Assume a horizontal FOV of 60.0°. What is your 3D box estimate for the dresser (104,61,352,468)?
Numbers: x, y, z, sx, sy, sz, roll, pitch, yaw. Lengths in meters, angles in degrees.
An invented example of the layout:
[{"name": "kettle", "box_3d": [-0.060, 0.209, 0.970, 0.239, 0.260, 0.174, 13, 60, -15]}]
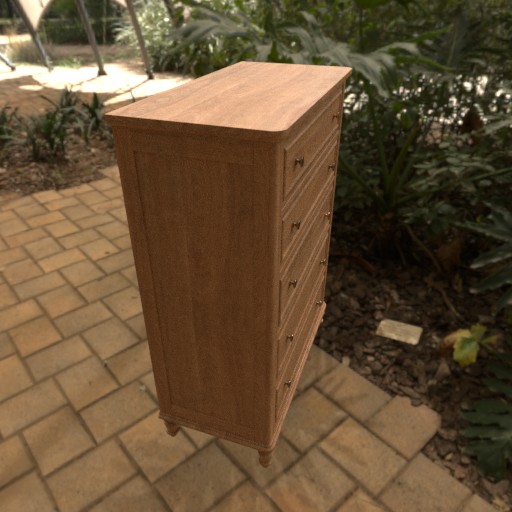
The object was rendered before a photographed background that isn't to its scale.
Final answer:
[{"name": "dresser", "box_3d": [0.000, 0.000, 1.807, 0.484, 1.318, 0.973, 11, 33, 17]}]
